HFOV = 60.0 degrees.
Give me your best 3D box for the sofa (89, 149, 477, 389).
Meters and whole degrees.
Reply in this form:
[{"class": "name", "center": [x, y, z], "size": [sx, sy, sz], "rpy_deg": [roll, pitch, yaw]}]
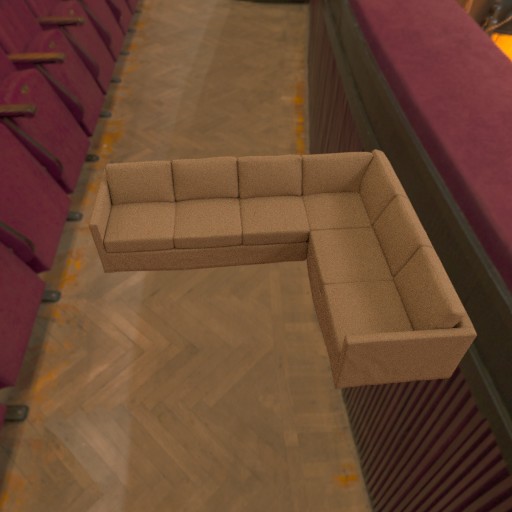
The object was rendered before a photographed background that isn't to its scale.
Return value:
[{"class": "sofa", "center": [0.000, 0.000, 4.278], "size": [3.182, 0.871, 2.432], "rpy_deg": [-3, 46, -3]}]
